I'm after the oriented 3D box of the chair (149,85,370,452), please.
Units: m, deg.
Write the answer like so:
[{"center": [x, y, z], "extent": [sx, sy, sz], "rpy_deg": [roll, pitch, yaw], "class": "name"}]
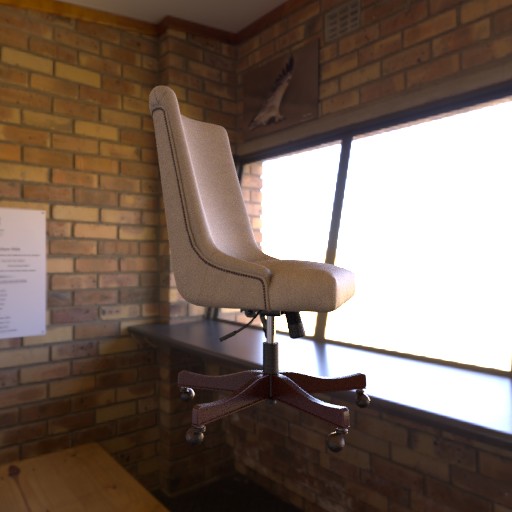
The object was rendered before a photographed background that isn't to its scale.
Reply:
[{"center": [0.000, 0.000, 1.437], "extent": [0.696, 1.010, 0.645], "rpy_deg": [0, 0, 18], "class": "chair"}]
